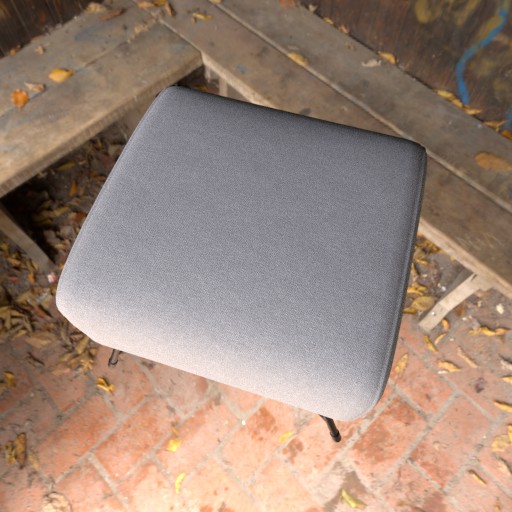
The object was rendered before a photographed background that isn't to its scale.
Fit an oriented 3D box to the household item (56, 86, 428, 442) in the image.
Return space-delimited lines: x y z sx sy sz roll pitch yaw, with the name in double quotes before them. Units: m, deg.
"household item" 0.000 0.000 0.875 0.530 0.410 0.530 16 65 7
